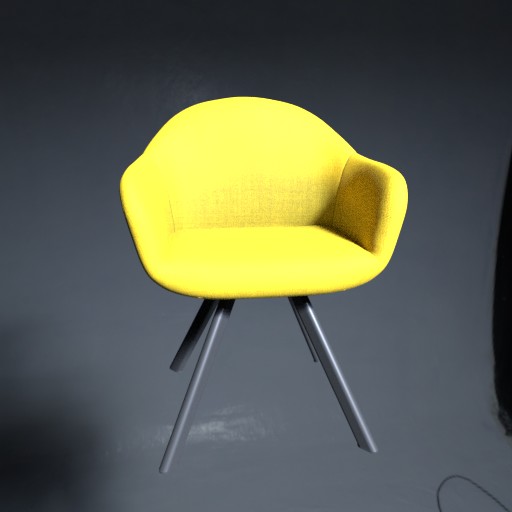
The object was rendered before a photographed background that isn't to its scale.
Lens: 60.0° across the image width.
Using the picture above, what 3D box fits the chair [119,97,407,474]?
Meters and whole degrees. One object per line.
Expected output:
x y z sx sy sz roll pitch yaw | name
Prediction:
0.000 0.000 1.130 0.590 0.795 0.550 -2 16 -7 | chair
